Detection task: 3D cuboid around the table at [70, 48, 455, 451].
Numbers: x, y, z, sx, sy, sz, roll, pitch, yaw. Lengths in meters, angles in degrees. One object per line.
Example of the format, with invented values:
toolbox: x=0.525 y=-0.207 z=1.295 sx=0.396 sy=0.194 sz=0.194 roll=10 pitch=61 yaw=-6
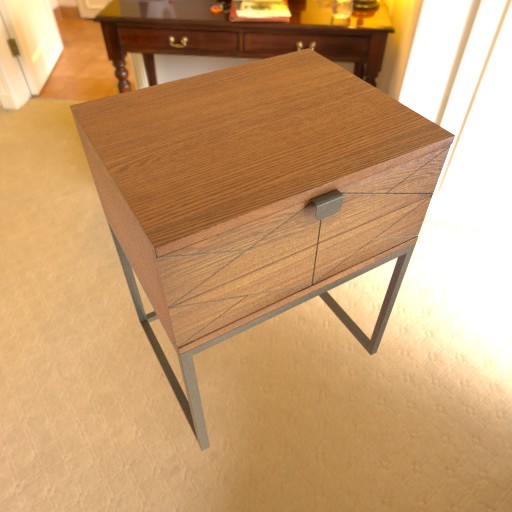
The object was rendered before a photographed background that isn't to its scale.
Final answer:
table: x=0.000 y=0.000 z=0.917 sx=0.482 sy=0.610 sz=0.400 roll=-23 pitch=50 yaw=-20
